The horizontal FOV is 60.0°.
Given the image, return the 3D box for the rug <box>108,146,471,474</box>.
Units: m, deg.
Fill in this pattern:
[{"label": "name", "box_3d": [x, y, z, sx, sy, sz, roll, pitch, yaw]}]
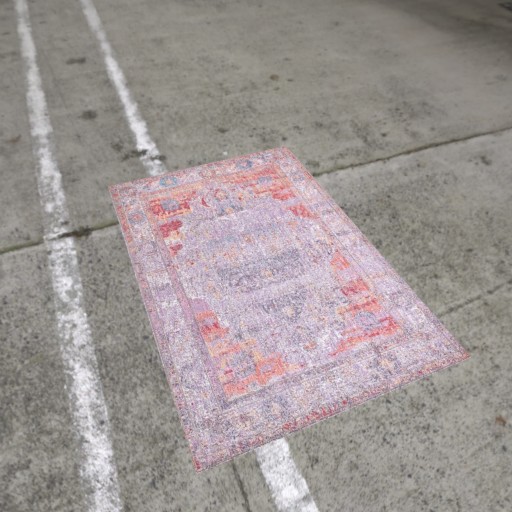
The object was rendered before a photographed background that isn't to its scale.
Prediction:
[{"label": "rug", "box_3d": [0.000, 0.000, 2.314, 1.219, 0.005, 1.829, -17, 47, -16]}]
